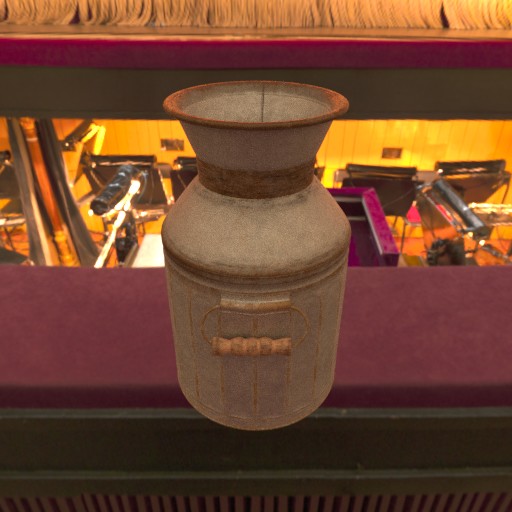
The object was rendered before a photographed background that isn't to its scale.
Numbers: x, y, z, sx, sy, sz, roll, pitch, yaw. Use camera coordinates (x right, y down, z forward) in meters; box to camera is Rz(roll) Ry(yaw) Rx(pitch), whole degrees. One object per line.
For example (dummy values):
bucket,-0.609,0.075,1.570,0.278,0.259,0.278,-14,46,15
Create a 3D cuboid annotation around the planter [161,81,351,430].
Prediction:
planter,0.000,0.000,0.521,0.215,0.358,0.248,0,32,0
